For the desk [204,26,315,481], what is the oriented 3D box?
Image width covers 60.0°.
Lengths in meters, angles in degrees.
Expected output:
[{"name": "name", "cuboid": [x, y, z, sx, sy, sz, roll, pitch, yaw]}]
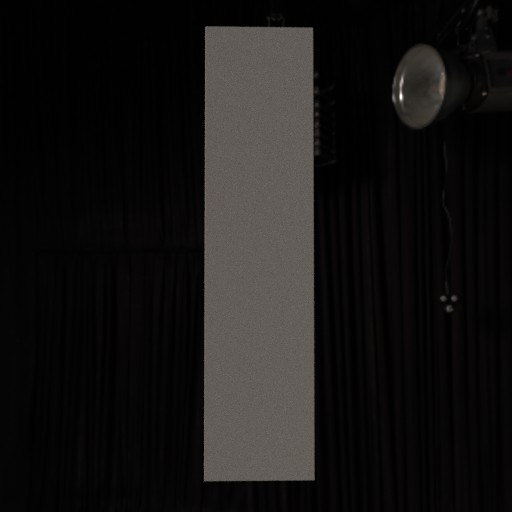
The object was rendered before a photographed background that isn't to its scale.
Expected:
[{"name": "desk", "cuboid": [0.000, 0.000, 2.839, 0.480, 2.000, 1.770, 0, -1, -1]}]
